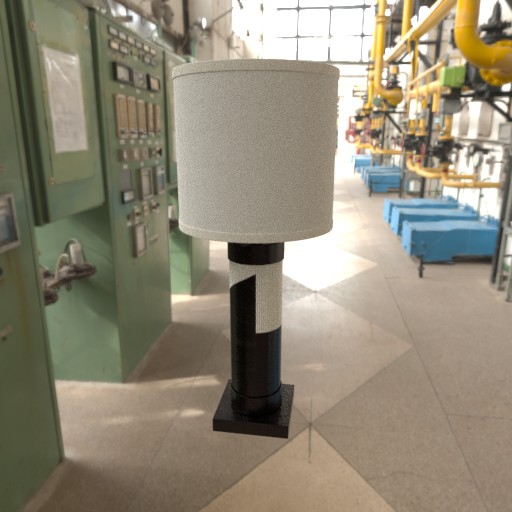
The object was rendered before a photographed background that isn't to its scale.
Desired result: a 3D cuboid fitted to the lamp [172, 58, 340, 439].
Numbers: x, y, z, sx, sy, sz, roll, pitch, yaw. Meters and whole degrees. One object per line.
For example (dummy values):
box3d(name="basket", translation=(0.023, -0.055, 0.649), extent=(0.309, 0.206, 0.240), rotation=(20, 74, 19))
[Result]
box3d(name="lamp", translation=(0.000, 0.000, 0.628), extent=(0.211, 0.509, 0.211), rotation=(2, 16, 9))
